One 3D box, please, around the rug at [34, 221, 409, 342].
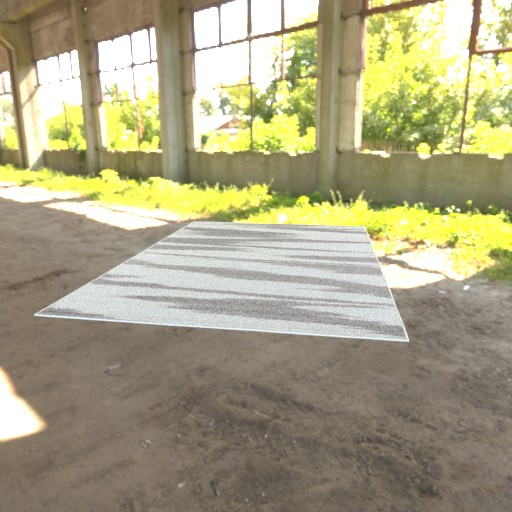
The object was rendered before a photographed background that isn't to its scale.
[{"bbox_3d":[0.000,0.000,2.273,1.225,0.008,1.827,2,15,9],"label":"rug"}]
